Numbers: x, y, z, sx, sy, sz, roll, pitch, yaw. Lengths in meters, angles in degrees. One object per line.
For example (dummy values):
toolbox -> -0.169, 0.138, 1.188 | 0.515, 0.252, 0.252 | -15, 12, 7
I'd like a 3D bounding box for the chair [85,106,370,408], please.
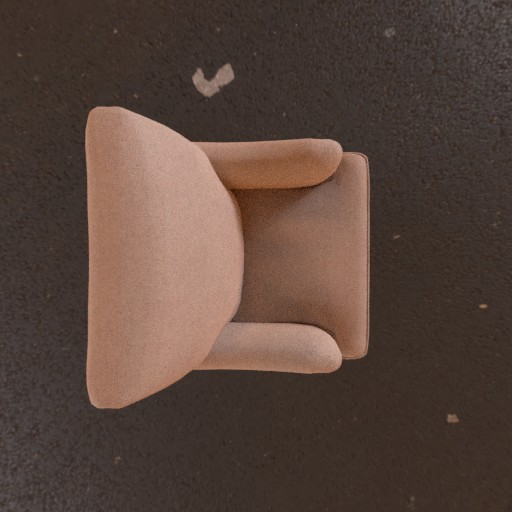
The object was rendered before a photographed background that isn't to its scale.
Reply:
chair -> 0.000, 0.000, 1.768 | 0.953, 1.119, 0.879 | 0, 91, 0
